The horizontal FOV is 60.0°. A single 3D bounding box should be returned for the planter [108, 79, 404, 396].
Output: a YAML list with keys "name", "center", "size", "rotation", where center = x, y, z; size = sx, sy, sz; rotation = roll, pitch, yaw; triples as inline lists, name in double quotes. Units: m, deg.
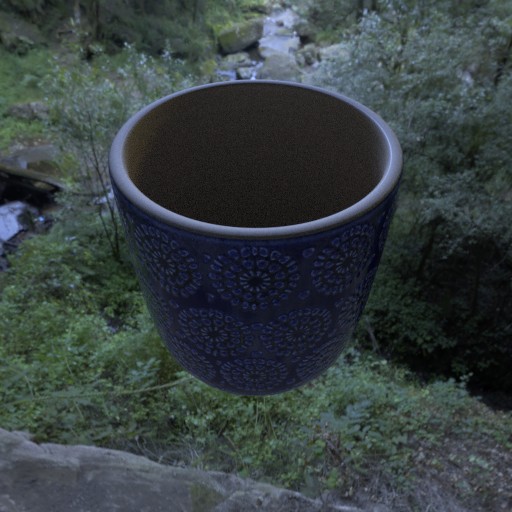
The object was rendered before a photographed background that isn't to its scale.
- name: "planter"
  center: [0.000, 0.000, 0.350]
  size: [0.184, 0.206, 0.184]
  rotation: [0, 45, 0]
